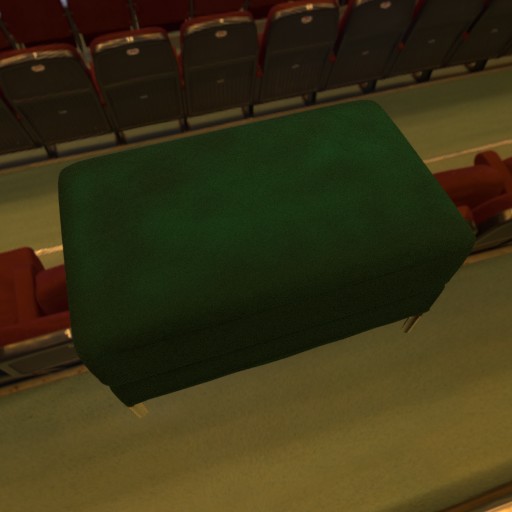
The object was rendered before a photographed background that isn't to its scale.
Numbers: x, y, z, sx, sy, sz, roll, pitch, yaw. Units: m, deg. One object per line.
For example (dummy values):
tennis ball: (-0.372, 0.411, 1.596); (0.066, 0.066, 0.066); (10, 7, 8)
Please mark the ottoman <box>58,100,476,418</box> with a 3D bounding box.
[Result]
ottoman: (0.000, 0.000, 1.216); (0.886, 0.533, 0.536); (-15, 58, -10)
